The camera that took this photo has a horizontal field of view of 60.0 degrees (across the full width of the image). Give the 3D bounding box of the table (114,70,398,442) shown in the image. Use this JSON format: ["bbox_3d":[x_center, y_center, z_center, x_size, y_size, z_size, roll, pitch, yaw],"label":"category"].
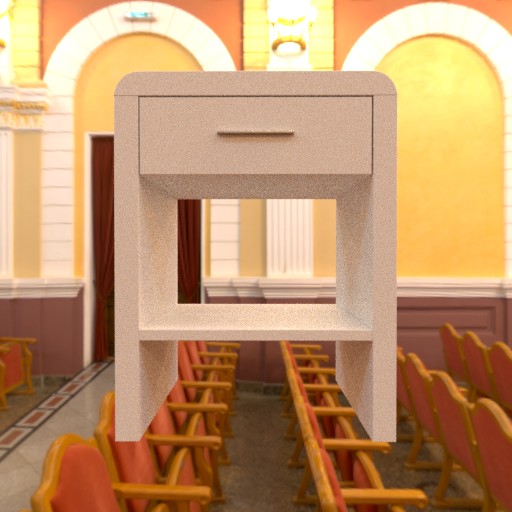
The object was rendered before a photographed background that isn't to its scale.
[{"bbox_3d":[0.000,0.000,0.870,0.450,0.590,0.350,0,1,0],"label":"table"}]
